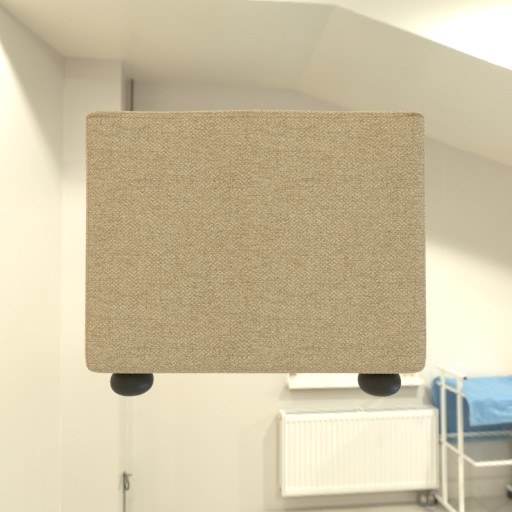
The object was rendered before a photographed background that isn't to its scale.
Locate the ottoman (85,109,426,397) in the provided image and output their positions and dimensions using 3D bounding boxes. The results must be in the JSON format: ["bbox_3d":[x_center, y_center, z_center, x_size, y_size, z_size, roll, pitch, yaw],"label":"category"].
[{"bbox_3d":[0.000,0.000,0.877,0.508,0.432,0.508,0,-1,0],"label":"ottoman"}]
